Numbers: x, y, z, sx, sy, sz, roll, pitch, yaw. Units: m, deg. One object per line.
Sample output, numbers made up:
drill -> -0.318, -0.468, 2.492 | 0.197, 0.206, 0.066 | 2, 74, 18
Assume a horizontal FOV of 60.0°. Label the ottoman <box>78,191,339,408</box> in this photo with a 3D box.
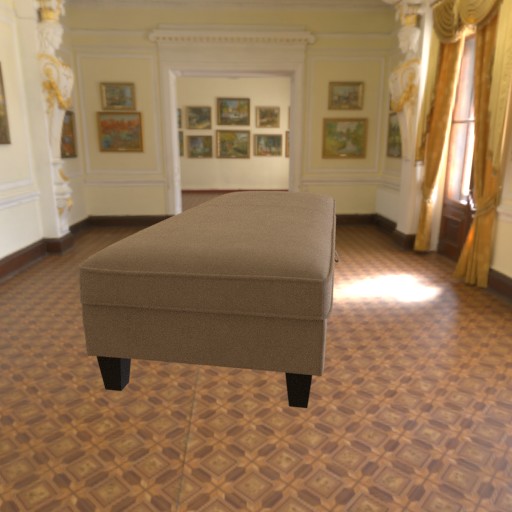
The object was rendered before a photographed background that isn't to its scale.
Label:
ottoman -> 0.000, 0.000, 2.000 | 0.735, 0.460, 1.726 | 3, 14, 10
